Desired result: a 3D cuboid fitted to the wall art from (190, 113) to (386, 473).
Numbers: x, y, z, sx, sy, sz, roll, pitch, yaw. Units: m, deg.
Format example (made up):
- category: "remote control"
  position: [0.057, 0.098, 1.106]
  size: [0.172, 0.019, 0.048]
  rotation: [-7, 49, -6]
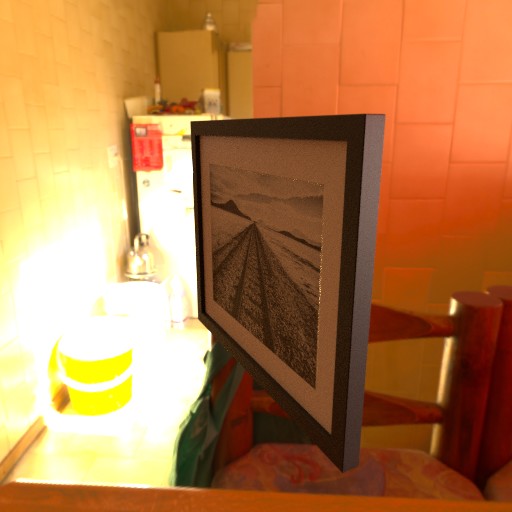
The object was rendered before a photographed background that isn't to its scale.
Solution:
- category: "wall art"
  position: [0.000, 0.000, 0.773]
  size: [0.029, 0.458, 0.559]
  rotation: [-8, 18, -26]
